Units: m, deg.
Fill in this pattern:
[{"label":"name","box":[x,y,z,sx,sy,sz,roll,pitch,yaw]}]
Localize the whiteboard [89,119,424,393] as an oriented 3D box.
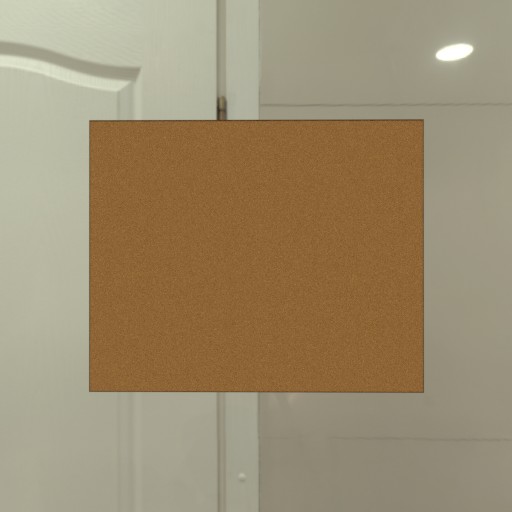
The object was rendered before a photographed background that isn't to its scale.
[{"label":"whiteboard","box":[0.000,0.000,0.758,0.561,0.457,0.029,0,0,1]}]
